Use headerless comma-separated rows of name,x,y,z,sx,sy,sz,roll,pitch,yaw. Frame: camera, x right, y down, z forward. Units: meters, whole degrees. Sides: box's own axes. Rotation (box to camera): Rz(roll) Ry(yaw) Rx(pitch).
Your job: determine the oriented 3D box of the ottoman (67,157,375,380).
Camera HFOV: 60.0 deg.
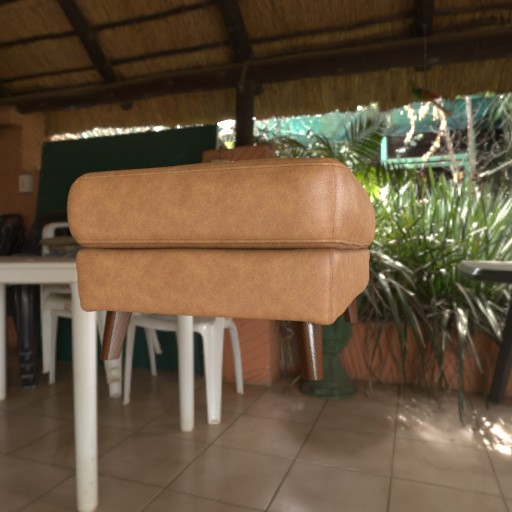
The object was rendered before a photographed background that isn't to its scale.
ottoman,0.000,0.000,1.264,0.630,0.461,0.869,0,1,19
